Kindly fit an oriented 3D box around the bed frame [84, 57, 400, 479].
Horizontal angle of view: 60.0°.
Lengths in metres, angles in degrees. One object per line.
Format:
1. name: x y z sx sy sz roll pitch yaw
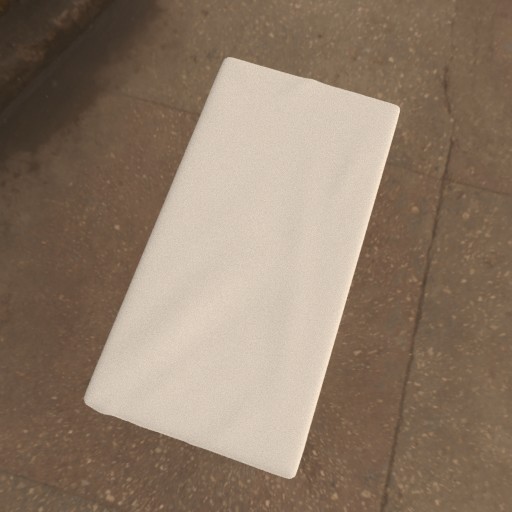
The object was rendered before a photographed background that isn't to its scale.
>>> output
1. bed frame: 0.000 0.000 2.374 0.989 0.619 1.903 18 76 5
